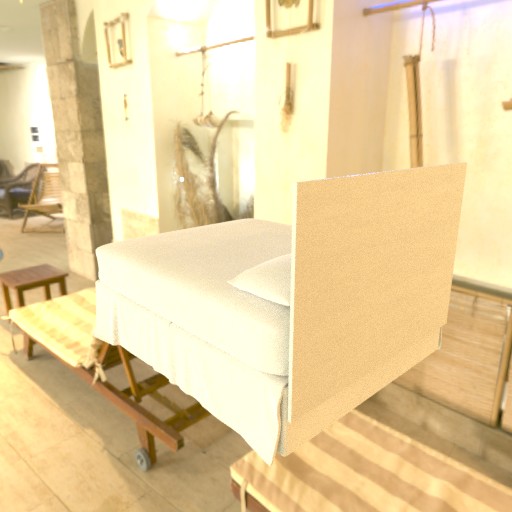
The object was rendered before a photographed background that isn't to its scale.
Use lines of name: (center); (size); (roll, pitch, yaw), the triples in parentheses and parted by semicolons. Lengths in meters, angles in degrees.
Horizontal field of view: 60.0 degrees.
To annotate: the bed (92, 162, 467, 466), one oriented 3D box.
bed: (0.000, 0.000, 3.154); (1.745, 1.335, 2.094); (-15, 22, -41)
